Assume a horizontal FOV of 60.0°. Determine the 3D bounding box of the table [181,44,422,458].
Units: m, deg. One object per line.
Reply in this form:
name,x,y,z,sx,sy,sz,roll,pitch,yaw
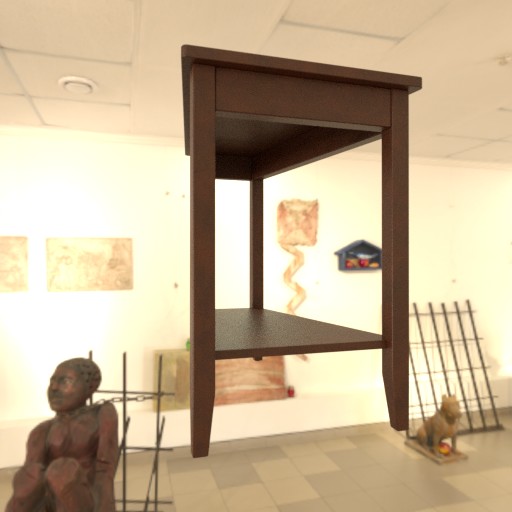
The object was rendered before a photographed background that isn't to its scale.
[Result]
table,0.000,0.000,0.963,0.399,0.589,0.605,0,0,-17
